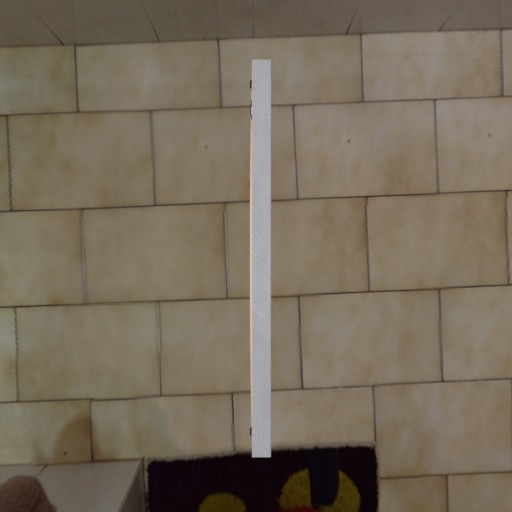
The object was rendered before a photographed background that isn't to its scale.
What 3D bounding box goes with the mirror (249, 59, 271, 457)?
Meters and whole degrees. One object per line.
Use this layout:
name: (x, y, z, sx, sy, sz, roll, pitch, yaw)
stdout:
mirror: (0.000, 0.000, 1.356, 0.041, 1.016, 0.762, 0, 91, -1)
